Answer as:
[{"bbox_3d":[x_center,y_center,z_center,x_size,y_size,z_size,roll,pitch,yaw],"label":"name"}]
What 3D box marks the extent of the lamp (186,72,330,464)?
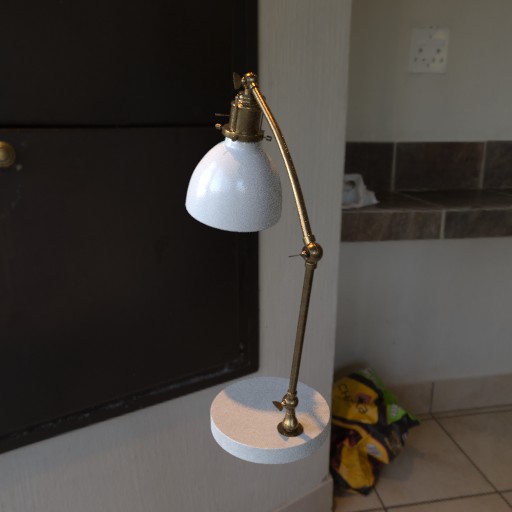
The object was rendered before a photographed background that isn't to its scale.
[{"bbox_3d":[0.000,0.000,0.671,0.186,0.522,0.317,-8,18,-27],"label":"lamp"}]
